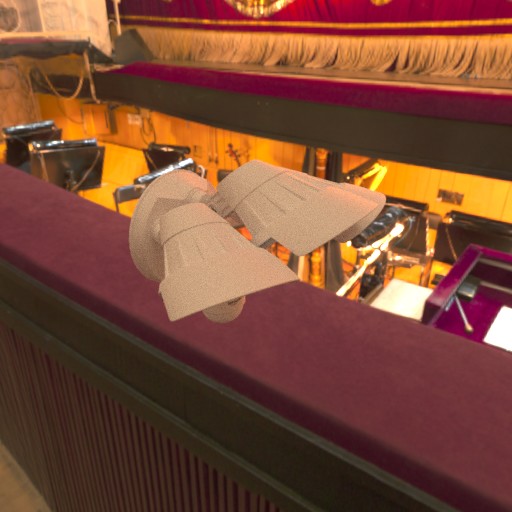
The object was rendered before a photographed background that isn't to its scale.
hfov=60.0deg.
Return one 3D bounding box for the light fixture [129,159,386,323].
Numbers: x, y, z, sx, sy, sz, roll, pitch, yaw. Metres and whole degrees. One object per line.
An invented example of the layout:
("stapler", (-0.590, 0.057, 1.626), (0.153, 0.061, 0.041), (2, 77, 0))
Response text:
("light fixture", (0.000, 0.000, 0.547), (0.278, 0.237, 0.369), (18, 32, 32))
